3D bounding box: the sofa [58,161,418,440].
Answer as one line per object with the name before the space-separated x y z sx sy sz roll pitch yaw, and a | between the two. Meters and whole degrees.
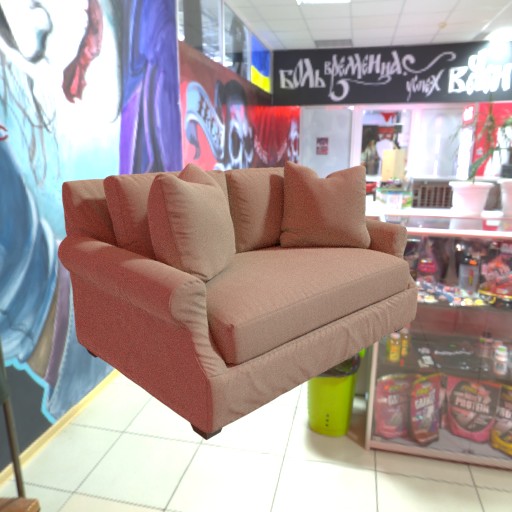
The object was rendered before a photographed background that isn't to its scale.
sofa | 0.000 0.000 2.181 1.550 0.905 1.070 -13 19 -43
